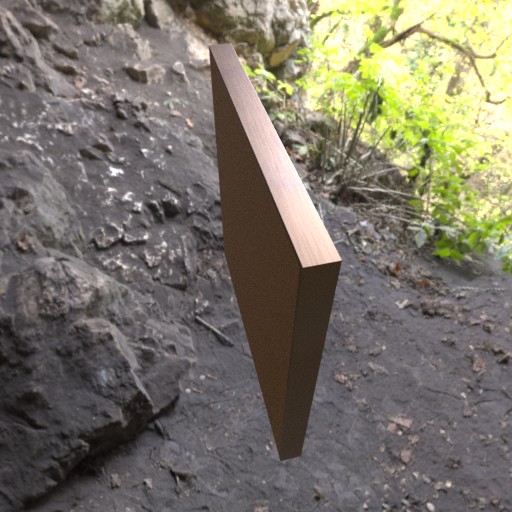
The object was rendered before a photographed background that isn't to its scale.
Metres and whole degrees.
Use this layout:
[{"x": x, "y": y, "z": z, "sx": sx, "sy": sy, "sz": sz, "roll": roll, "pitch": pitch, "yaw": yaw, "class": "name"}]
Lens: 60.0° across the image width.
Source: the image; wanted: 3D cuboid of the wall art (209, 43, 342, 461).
[{"x": 0.000, "y": 0.000, "z": 0.762, "sx": 0.038, "sy": 0.511, "sz": 0.513, "roll": -10, "pitch": 48, "yaw": -9, "class": "wall art"}]
